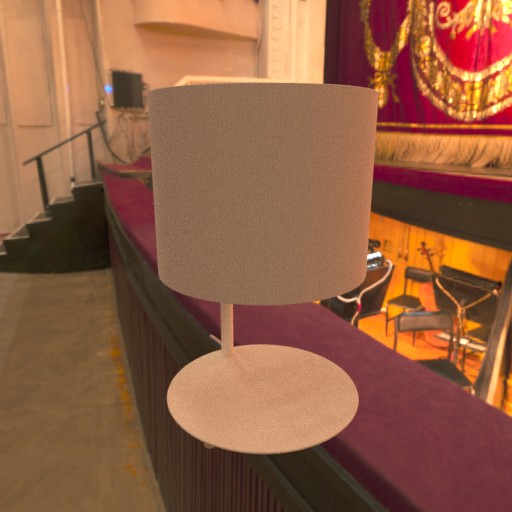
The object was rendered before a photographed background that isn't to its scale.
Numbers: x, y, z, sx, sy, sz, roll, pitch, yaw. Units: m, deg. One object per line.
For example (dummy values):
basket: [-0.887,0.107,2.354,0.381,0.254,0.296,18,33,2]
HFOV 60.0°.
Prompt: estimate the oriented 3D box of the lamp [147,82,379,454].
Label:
lamp: [0.000,0.000,0.666,0.299,0.454,0.341,-9,18,-28]
